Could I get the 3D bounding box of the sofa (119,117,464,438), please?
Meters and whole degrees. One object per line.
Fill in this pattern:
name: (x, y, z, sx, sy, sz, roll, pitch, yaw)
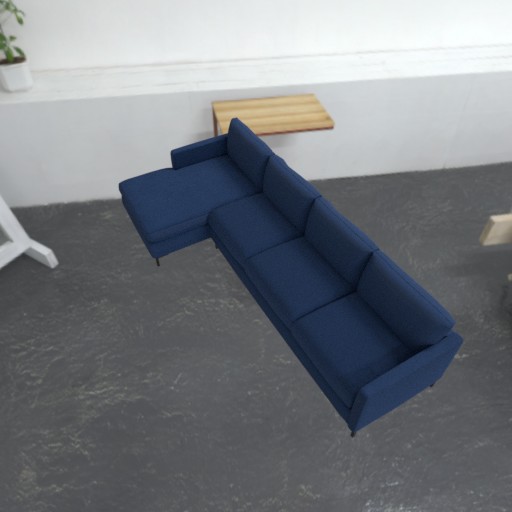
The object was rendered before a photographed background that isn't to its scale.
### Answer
sofa: (0.000, 0.000, 2.938, 1.128, 0.679, 2.450, -23, 51, -20)
